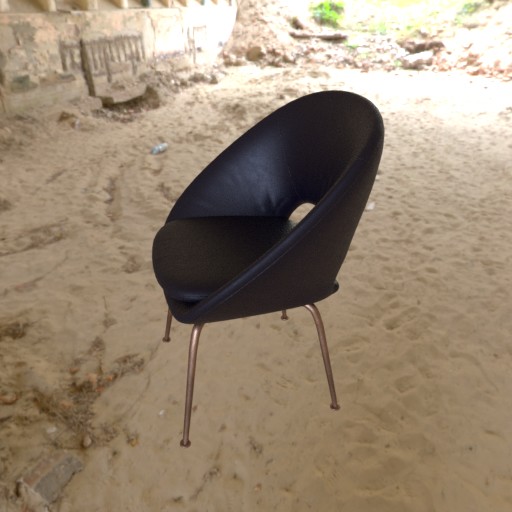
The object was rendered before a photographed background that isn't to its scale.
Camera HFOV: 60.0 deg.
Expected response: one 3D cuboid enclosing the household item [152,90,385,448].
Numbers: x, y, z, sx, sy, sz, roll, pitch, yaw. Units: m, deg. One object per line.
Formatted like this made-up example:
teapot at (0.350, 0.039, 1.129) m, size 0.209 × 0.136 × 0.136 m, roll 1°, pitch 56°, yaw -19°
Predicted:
household item at (0.000, 0.000, 1.259) m, size 0.573 × 0.852 × 0.623 m, roll -8°, pitch 31°, yaw -14°
